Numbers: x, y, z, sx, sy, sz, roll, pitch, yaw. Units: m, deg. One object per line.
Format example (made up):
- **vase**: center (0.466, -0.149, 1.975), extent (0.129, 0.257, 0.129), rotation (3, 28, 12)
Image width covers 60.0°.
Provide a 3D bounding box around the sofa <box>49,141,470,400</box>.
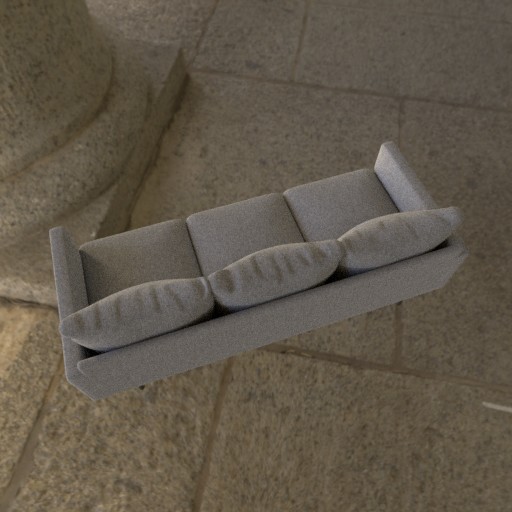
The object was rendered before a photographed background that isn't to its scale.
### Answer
- **sofa**: center (0.000, 0.000, 2.394), extent (2.000, 0.830, 0.850), rotation (-16, 60, -10)
